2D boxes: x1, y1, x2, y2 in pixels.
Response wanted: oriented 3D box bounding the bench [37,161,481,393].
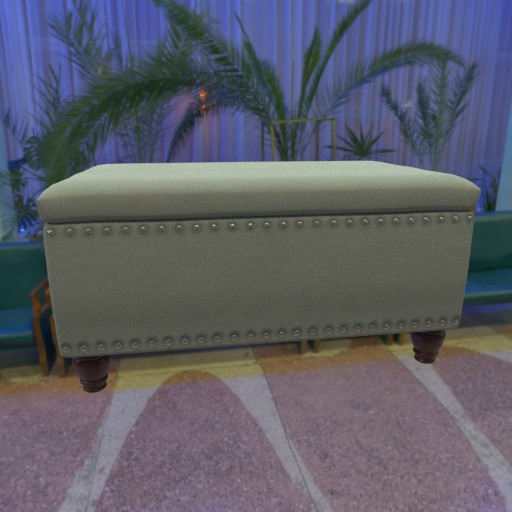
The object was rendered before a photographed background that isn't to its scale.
[{"bbox_3d":[0.000,0.000,1.150,0.887,0.449,0.500,-3,16,-9],"label":"bench"}]
